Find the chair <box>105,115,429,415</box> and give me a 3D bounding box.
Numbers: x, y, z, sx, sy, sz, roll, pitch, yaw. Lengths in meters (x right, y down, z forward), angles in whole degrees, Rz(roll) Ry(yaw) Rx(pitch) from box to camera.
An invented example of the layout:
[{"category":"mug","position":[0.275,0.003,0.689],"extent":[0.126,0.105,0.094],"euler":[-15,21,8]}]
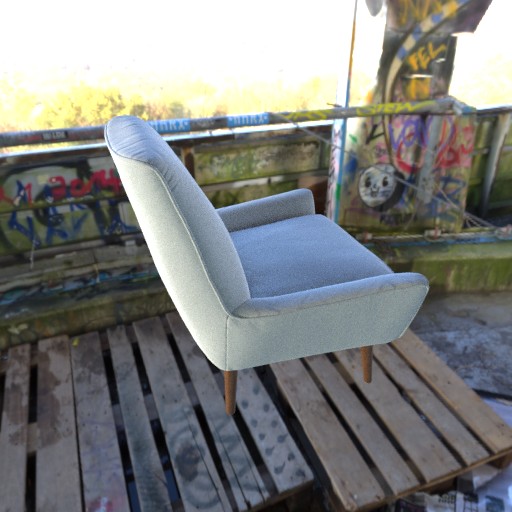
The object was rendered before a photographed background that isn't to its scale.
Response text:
[{"category":"chair","position":[0.000,0.000,1.474],"extent":[0.822,0.888,0.787],"euler":[-11,32,-18]}]
